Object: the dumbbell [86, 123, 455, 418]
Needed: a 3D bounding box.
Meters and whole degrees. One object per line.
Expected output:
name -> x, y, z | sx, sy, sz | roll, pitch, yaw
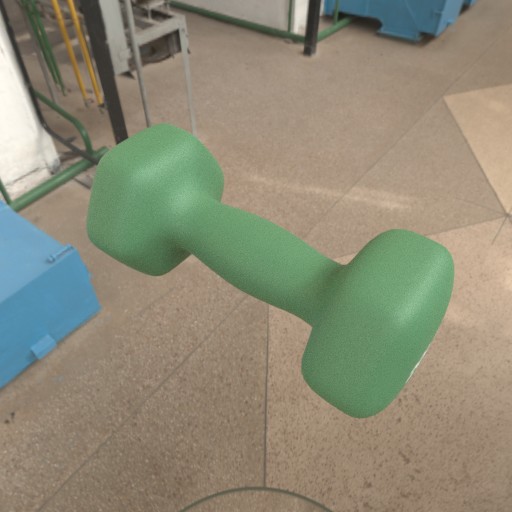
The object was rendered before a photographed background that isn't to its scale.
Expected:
dumbbell -> 0.000, 0.000, 0.319 | 0.257, 0.114, 0.126 | 30, 53, 25
